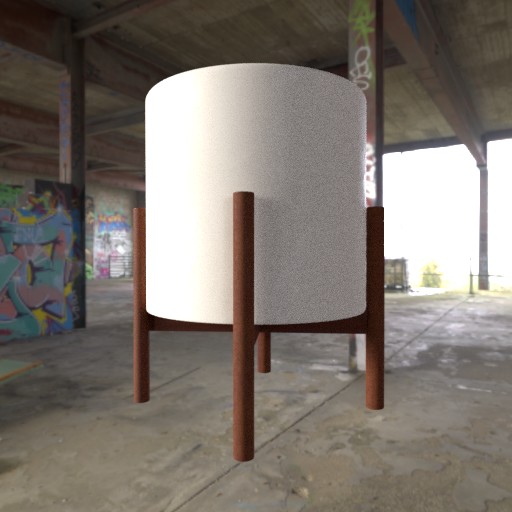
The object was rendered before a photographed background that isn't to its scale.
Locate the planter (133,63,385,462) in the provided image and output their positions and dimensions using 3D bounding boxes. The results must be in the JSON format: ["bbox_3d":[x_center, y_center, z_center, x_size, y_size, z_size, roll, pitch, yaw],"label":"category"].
[{"bbox_3d":[0.000,0.000,0.871,0.420,0.581,0.421,-1,1,-38],"label":"planter"}]
